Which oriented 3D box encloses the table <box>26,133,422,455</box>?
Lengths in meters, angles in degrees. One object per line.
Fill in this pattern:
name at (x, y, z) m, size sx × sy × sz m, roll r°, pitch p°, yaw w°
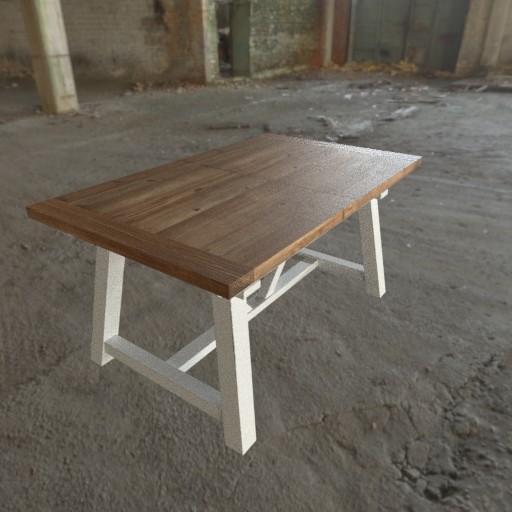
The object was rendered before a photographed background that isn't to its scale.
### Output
table at (0.000, 0.000, 2.036) m, size 0.922 × 0.743 × 1.503 m, roll 18°, pitch 32°, yaw 31°
